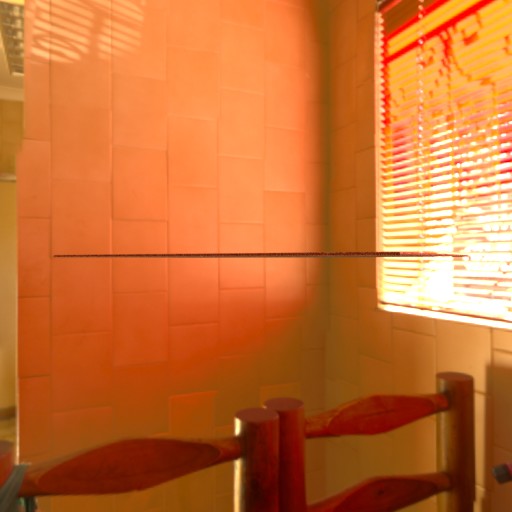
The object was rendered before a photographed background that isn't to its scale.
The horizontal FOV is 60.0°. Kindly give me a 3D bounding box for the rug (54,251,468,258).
[{"bbox_3d":[0.000,0.000,3.064,2.438,0.015,1.524,0,-1,35],"label":"rug"}]
